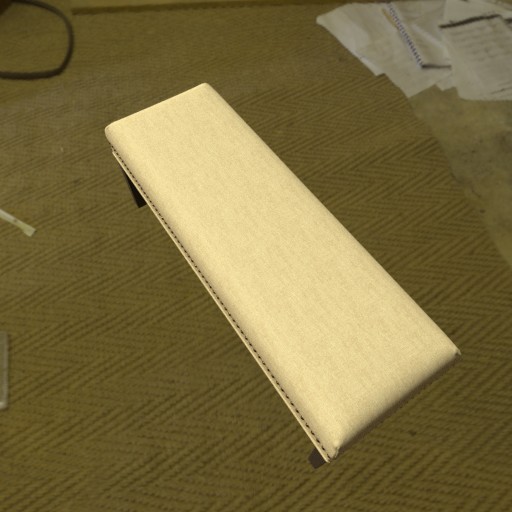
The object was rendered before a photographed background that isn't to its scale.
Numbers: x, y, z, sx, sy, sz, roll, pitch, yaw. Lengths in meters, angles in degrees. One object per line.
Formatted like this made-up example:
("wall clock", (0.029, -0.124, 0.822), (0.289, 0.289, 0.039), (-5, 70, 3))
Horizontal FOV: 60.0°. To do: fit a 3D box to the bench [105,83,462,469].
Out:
("bench", (0.000, 0.000, 1.430), (0.410, 0.457, 1.219), (-30, 64, -17))
